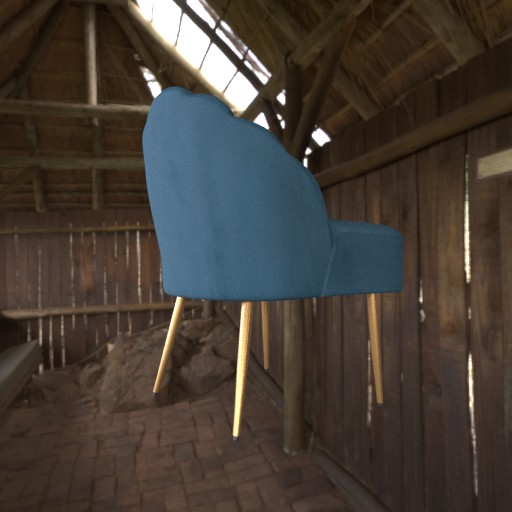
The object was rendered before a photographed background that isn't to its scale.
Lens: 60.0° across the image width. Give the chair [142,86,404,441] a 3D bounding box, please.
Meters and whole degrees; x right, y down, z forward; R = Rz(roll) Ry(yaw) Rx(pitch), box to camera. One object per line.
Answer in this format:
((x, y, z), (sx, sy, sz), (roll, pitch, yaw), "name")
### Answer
((0.000, 0.000, 1.269), (0.599, 0.819, 0.657), (1, -1, -37), "chair")
